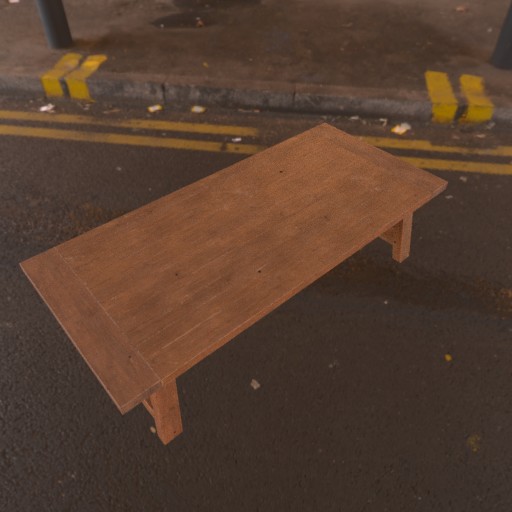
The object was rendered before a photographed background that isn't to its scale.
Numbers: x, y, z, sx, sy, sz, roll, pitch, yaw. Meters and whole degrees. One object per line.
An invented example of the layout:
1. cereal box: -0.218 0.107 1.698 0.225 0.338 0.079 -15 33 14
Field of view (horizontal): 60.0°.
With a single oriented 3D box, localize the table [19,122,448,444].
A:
1. table: 0.000 0.000 2.138 1.800 0.465 0.820 -31 52 -28
